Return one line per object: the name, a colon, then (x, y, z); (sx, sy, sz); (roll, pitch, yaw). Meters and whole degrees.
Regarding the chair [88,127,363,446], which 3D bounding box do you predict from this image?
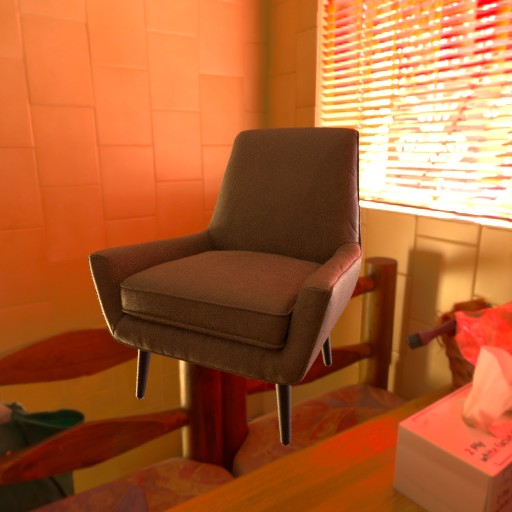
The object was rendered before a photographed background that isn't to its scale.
chair: (0.000, 0.000, 1.544); (0.787, 0.888, 0.824); (7, 15, 26)
